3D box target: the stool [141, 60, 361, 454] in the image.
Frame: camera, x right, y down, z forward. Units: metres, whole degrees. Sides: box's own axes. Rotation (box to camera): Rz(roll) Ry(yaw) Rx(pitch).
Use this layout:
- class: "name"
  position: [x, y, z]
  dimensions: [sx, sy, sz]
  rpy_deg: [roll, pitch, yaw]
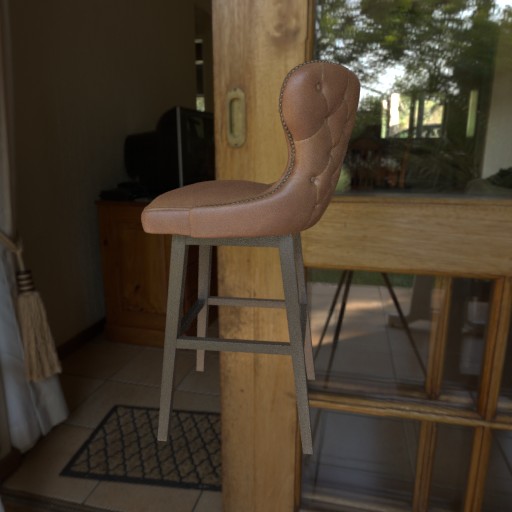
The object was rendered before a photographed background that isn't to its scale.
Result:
- class: "stool"
  position: [0.000, 0.000, 1.435]
  dimensions: [0.606, 1.087, 0.591]
  rpy_deg: [2, 14, 8]
